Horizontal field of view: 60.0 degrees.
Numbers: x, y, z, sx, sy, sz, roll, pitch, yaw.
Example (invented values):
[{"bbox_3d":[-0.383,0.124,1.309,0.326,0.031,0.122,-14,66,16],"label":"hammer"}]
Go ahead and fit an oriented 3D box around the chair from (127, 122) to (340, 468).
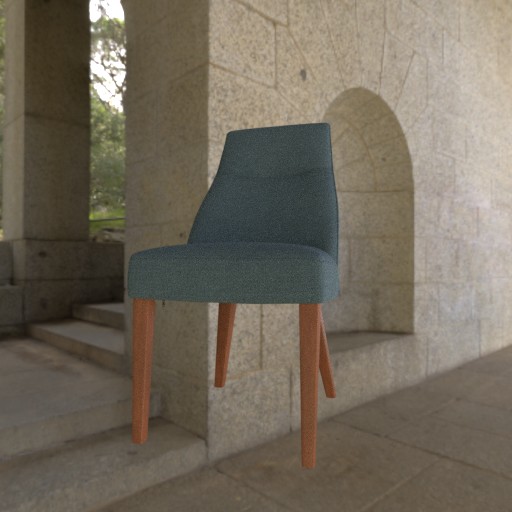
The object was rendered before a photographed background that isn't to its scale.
[{"bbox_3d":[0.000,0.000,1.325,0.500,0.930,0.620,0,0,17],"label":"chair"}]
